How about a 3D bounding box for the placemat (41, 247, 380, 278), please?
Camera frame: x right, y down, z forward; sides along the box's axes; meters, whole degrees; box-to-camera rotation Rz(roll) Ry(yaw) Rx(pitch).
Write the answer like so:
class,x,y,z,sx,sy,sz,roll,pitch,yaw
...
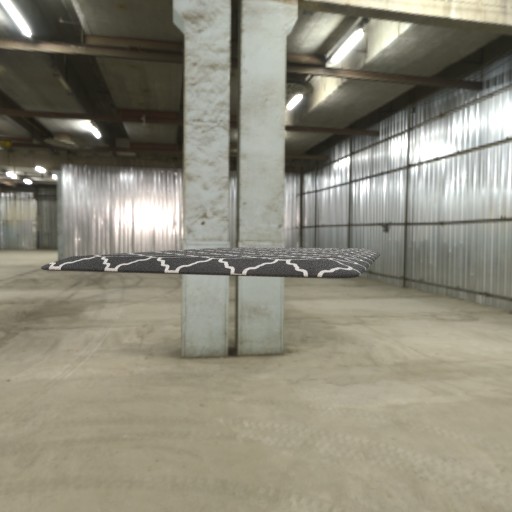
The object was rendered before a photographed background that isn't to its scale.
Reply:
class,x,y,z,sx,sy,sz,roll,pitch,yaw
placemat,0.000,0.000,0.987,0.508,0.021,0.762,1,3,18
